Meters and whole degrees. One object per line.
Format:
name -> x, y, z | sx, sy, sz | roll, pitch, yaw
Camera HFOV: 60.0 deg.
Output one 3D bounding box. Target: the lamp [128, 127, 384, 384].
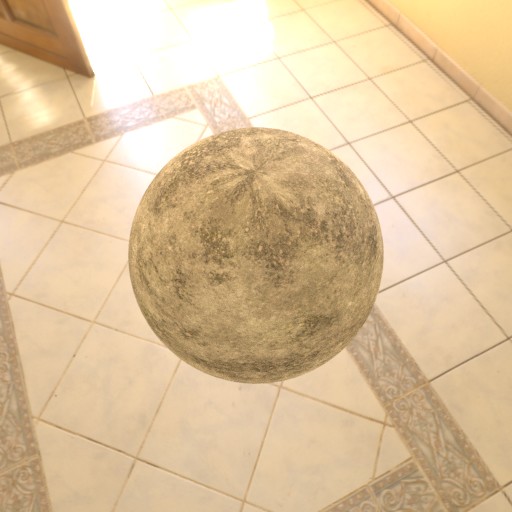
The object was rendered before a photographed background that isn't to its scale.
lamp -> 0.000, 0.000, 0.762 | 0.422, 0.429, 0.422 | 0, 59, 0
